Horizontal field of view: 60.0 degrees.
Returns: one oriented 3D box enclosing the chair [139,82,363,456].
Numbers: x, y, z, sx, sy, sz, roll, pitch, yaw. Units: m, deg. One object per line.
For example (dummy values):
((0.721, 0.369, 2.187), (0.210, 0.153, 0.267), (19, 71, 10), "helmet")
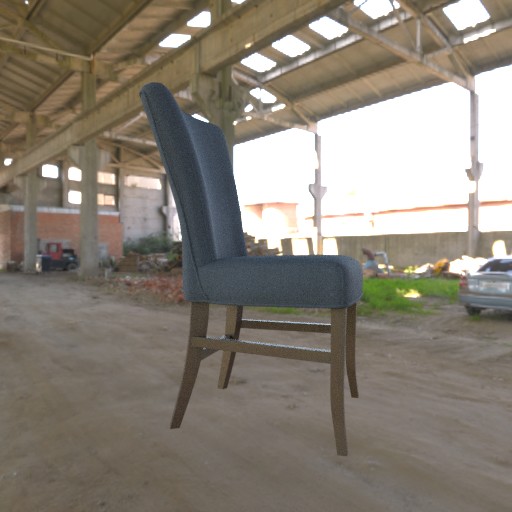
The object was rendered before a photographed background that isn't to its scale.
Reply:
((0.000, 0.000, 1.418), (0.660, 0.991, 0.520), (0, 0, 16), "chair")
